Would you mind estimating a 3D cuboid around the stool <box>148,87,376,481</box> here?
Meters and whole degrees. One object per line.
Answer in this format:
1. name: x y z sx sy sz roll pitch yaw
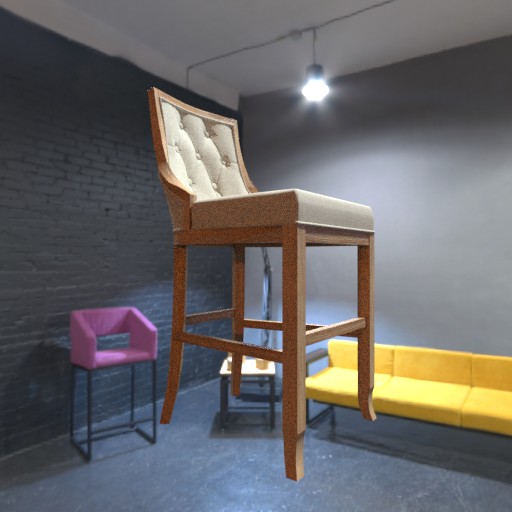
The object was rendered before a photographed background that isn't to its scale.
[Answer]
1. stool: 0.000 0.000 1.468 0.626 1.101 0.524 0 0 36
